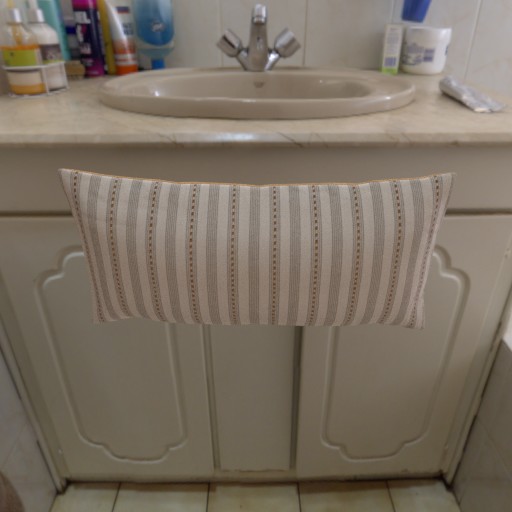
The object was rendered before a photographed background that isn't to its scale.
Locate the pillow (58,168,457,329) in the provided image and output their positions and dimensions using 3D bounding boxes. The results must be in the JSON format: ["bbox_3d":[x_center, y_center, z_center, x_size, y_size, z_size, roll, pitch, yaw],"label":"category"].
[{"bbox_3d":[0.000,0.000,0.738,0.608,0.291,0.151,1,29,2],"label":"pillow"}]
